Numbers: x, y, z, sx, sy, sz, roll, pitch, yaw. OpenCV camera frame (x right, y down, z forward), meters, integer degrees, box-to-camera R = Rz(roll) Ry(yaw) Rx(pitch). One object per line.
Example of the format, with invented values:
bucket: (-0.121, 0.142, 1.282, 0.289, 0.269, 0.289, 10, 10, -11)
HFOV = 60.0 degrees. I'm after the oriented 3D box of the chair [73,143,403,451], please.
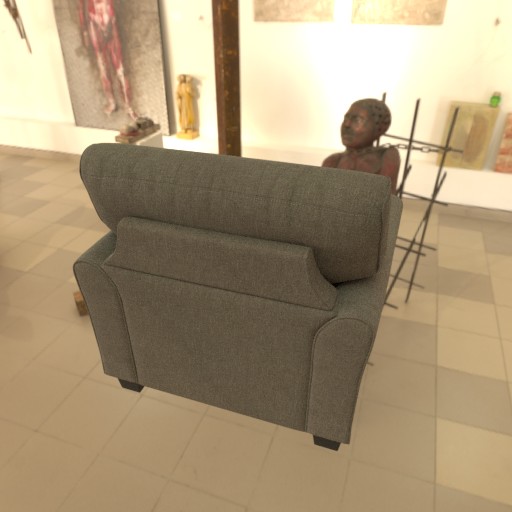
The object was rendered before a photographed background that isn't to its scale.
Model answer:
chair: (0.000, 0.000, 1.592, 0.941, 0.890, 0.816, 10, 33, 16)
